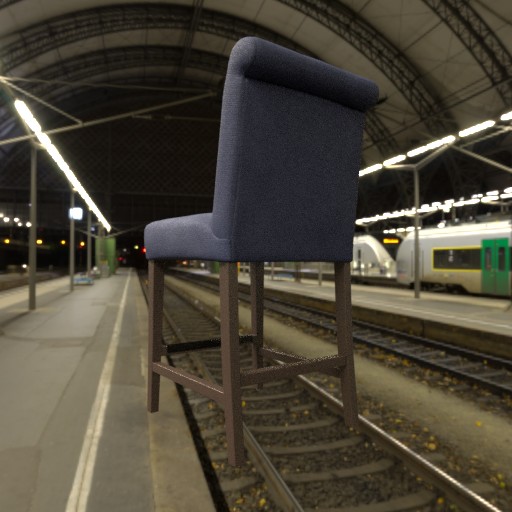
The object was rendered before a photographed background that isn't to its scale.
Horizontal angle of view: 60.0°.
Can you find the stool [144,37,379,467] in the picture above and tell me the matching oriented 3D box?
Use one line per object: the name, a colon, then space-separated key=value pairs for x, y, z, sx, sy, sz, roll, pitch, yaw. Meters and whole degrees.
stool: x=0.000 y=0.000 z=1.349 sx=0.493 sy=1.010 sz=0.601 roll=0 pitch=-1 yaw=-37
